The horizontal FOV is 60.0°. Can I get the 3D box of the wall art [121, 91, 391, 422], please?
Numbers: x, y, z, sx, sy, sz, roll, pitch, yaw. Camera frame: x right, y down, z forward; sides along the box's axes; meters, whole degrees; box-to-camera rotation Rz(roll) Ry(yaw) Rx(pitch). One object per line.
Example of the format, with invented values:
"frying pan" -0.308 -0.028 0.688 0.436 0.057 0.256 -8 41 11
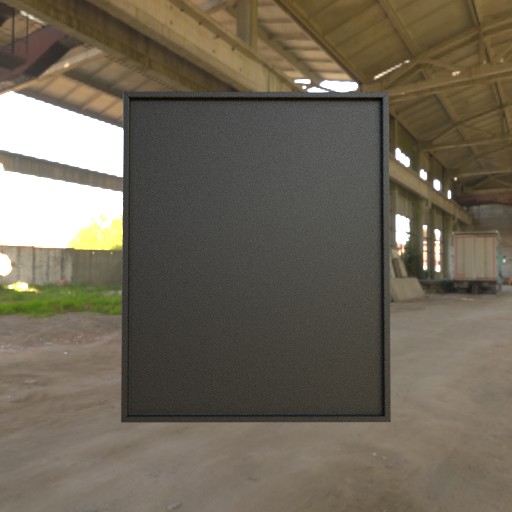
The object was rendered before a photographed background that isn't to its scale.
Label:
"wall art" 0.000 0.000 0.762 0.449 0.555 0.039 0 -1 0
